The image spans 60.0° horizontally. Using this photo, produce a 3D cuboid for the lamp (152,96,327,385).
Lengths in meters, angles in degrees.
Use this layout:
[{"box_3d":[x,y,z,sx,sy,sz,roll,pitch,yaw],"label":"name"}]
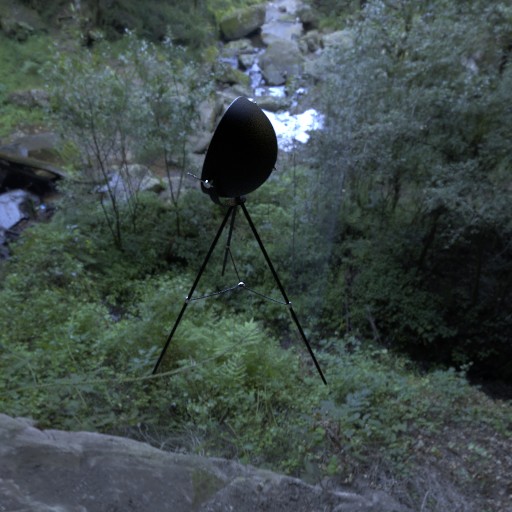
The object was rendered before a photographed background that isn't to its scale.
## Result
[{"box_3d":[0.000,0.000,2.067,0.920,1.512,0.817,17,49,16],"label":"lamp"}]
